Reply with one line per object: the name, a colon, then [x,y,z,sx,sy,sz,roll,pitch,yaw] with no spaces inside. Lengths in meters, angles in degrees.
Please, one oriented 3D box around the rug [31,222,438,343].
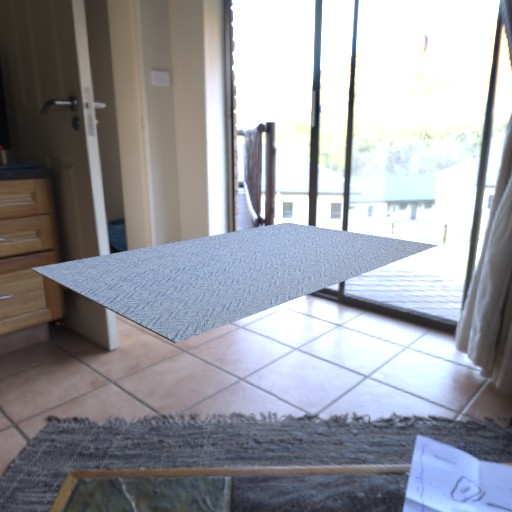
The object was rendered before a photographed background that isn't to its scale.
rug: [0.000,0.000,3.078,1.526,0.008,2.441,13,19,43]
